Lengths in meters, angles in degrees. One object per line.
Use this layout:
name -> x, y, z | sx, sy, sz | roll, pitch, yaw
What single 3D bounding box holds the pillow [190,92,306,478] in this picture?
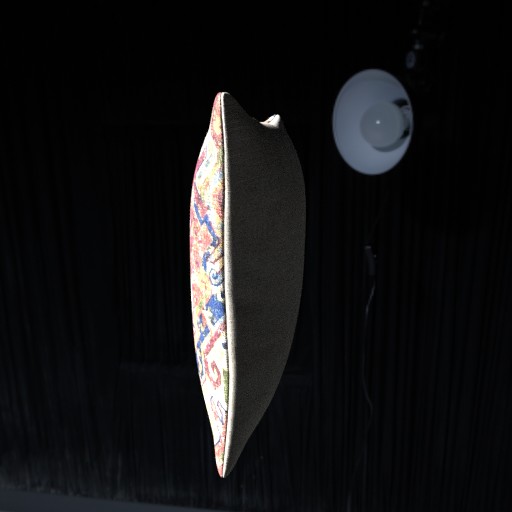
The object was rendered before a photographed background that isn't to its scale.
pillow -> 0.000, 0.000, 0.793 | 0.166, 0.506, 0.523 | 2, 15, 9
